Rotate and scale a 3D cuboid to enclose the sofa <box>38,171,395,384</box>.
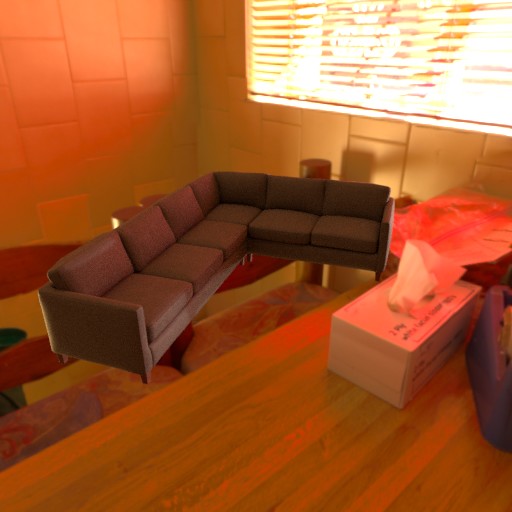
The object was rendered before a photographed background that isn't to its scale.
[{"bbox_3d":[0.000,0.000,4.573,2.593,0.947,3.302,8,27,17],"label":"sofa"}]
